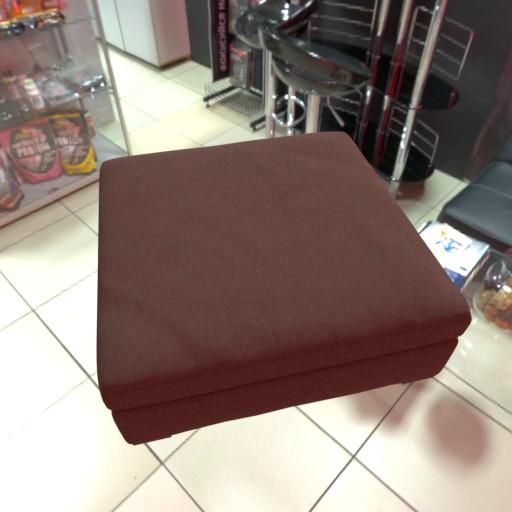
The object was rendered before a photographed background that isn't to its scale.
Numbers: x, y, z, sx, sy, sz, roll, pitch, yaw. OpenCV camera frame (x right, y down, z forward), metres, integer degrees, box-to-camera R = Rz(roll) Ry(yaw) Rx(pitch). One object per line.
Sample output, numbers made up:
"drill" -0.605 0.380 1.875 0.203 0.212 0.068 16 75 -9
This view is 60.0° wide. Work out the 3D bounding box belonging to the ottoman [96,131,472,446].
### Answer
"ottoman" 0.000 0.000 1.813 1.181 0.470 1.181 -10 47 -9
